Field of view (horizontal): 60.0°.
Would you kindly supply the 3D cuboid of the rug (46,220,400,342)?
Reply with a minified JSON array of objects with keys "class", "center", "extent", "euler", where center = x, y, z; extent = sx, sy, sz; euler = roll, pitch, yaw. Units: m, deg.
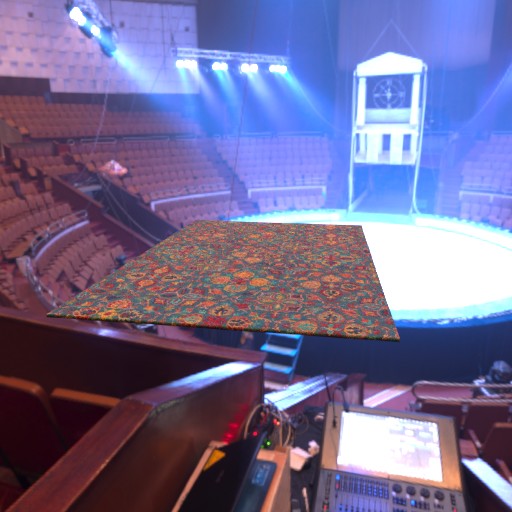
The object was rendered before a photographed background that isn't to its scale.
[{"class":"rug","center":[0.000,0.000,2.352],"extent":[1.216,0.014,1.836],"euler":[2,16,9]}]
